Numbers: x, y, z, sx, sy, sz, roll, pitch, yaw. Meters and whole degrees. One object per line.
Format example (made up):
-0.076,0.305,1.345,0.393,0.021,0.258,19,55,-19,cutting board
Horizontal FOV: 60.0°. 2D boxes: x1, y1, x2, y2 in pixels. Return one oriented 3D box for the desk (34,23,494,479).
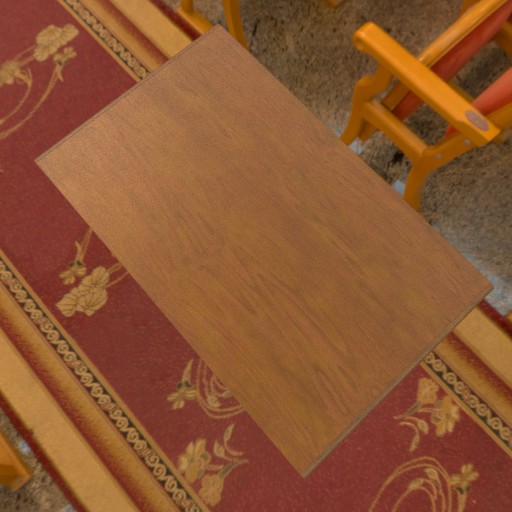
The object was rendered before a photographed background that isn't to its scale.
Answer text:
0.000,0.000,1.511,0.660,0.754,1.066,-41,79,-10,desk
